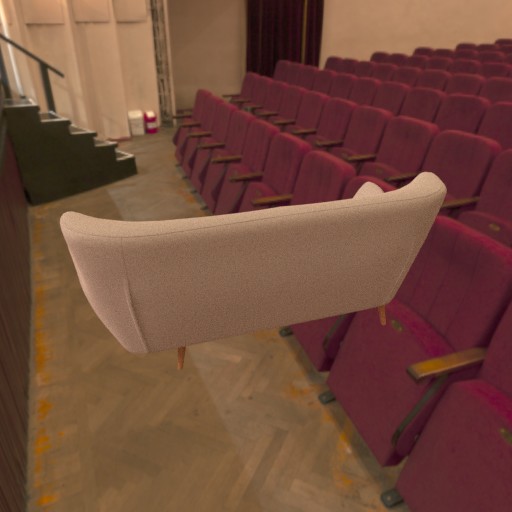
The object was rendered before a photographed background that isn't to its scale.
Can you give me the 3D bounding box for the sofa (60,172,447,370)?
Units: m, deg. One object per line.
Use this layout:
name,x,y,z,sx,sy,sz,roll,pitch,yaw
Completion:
sofa,0.000,0.000,2.428,1.930,0.890,0.899,-9,29,-16
